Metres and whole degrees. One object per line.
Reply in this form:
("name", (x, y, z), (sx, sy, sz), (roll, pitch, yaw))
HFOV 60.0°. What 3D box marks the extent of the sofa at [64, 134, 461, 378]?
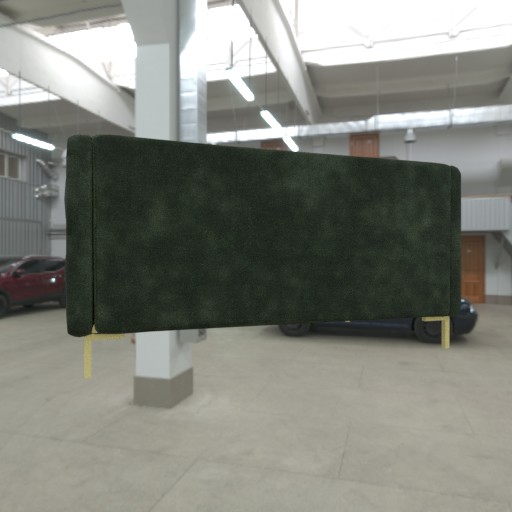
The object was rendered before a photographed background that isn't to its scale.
("sofa", (0.000, 0.000, 1.997), (1.537, 0.768, 0.895), (0, 0, -19))
